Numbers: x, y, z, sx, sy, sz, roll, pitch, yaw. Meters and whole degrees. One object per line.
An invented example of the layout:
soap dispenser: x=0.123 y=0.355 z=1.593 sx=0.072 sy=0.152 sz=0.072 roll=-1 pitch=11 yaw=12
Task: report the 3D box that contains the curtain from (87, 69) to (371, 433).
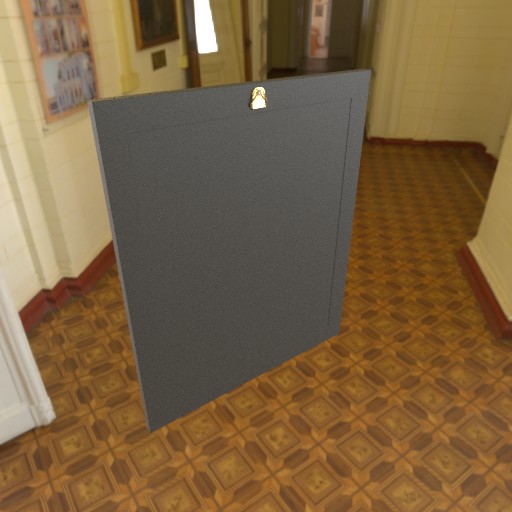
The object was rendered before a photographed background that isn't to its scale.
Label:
curtain: x=0.000 y=0.000 z=0.794 sx=0.483 sy=0.585 sz=0.027 roll=-20 pitch=35 yaw=-30
